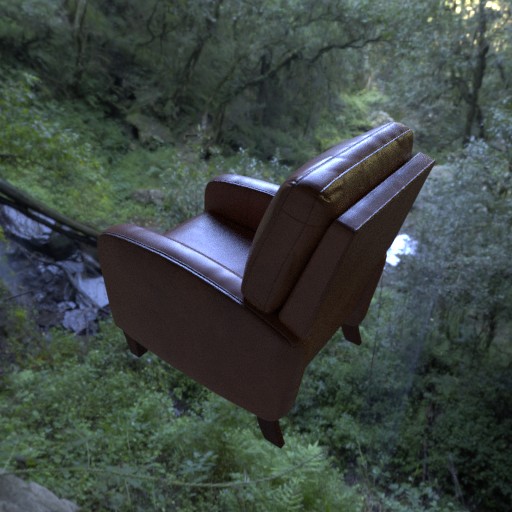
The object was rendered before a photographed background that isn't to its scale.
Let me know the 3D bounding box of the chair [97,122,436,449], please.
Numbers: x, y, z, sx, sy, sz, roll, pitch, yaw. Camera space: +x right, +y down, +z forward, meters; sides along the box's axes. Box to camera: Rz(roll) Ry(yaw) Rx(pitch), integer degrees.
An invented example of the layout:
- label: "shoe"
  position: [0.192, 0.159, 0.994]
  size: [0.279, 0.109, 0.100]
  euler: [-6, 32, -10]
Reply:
- label: "chair"
  position: [0.000, 0.000, 1.665]
  size: [0.990, 0.990, 0.762]
  euler: [22, 38, 30]
